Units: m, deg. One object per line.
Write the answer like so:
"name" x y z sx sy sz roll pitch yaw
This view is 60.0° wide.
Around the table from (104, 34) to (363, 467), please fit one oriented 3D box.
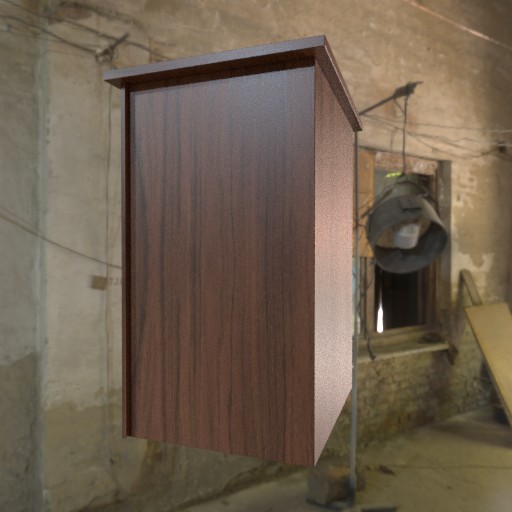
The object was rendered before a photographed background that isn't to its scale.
"table" 0.000 0.000 0.922 0.381 0.636 0.480 0 1 20
